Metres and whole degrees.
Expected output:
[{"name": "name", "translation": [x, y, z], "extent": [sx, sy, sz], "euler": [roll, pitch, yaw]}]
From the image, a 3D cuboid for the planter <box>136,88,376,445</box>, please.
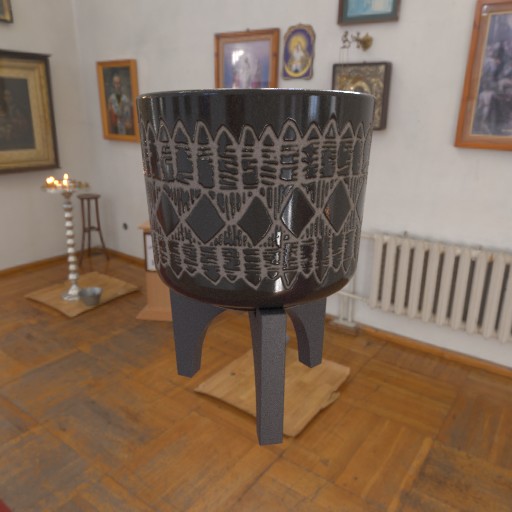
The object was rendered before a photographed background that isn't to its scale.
[{"name": "planter", "translation": [0.000, 0.000, 0.525], "extent": [0.251, 0.355, 0.251], "euler": [-2, 17, -8]}]
